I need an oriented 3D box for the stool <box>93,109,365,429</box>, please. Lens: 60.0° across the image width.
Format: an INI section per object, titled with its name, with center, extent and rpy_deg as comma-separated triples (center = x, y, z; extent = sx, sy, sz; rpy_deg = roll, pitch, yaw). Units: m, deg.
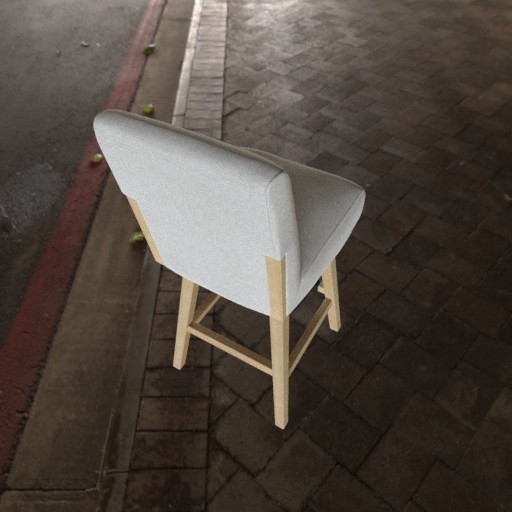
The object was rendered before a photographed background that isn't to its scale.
[stool]
center = 0.000, 0.000, 1.250
extent = 0.446, 1.015, 0.543
rpy_deg = 23, 51, 21
